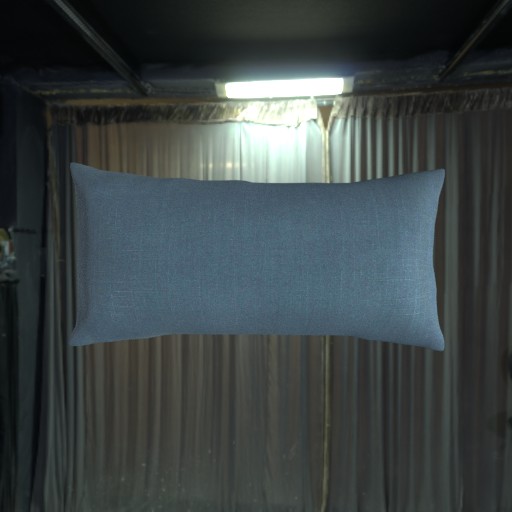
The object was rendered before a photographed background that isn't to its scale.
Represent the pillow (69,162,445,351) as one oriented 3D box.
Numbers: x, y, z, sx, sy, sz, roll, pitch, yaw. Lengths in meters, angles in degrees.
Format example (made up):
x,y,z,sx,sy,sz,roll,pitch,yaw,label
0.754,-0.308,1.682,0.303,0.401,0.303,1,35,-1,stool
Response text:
x,y,z,sx,sy,sz,roll,pitch,yaw,label
0.000,0.000,0.721,0.609,0.305,0.151,0,1,1,pillow
